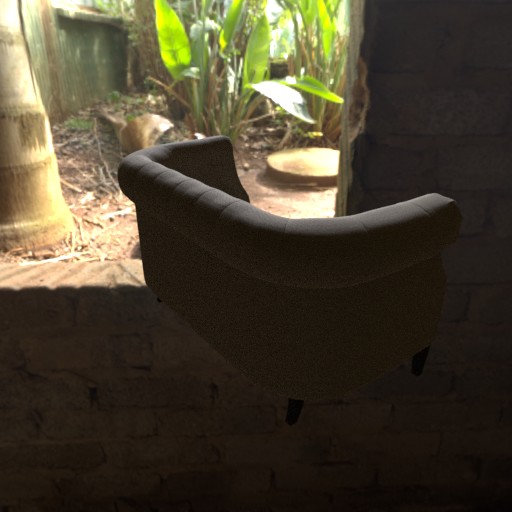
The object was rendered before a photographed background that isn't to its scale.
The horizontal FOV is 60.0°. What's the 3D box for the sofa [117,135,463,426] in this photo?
[{"bbox_3d":[0.000,0.000,2.025,0.835,0.827,1.558,-18,31,-33],"label":"sofa"}]
